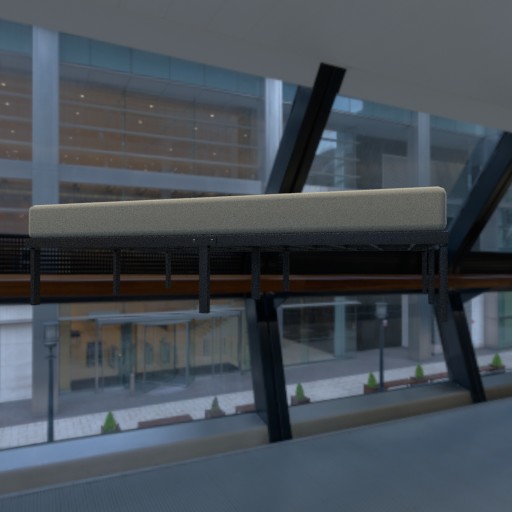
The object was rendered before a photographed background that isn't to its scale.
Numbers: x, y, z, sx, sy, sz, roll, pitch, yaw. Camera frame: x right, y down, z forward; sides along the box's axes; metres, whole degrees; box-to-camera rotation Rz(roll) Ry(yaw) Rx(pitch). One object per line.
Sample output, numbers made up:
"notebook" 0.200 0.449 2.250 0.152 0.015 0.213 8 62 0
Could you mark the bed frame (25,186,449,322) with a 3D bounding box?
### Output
"bed frame" 0.000 0.000 3.514 2.635 0.680 1.990 0 0 18
